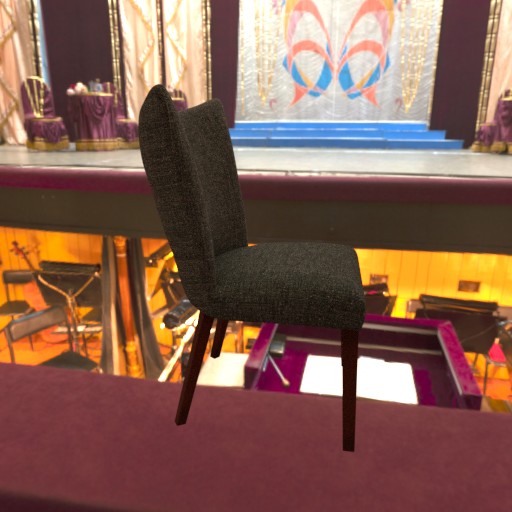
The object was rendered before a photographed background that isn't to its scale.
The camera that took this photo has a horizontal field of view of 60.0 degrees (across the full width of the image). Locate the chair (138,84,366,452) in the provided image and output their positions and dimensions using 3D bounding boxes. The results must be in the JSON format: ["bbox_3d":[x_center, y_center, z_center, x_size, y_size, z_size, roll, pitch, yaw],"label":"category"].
[{"bbox_3d":[0.000,0.000,1.323,0.623,0.924,0.535,3,17,9],"label":"chair"}]
